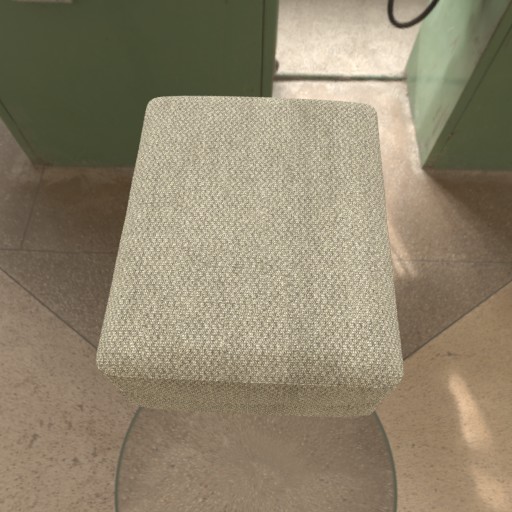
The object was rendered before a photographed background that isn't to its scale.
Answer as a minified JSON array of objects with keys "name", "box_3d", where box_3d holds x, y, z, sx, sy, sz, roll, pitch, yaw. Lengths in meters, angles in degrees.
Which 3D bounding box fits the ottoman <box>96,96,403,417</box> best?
[{"name":"ottoman","box_3d":[0.000,0.000,1.143,0.603,0.476,0.751,2,64,1]}]
